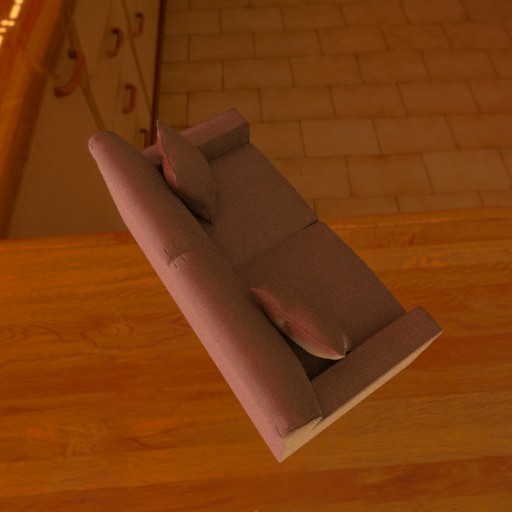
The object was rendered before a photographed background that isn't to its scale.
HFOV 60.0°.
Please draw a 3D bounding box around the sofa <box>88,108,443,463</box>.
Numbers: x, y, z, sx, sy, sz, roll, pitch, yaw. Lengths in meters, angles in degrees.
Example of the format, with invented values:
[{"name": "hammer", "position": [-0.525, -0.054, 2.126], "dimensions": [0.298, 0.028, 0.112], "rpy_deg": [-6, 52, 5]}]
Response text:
[{"name": "sofa", "position": [0.000, 0.000, 2.490], "dimensions": [1.000, 0.958, 1.846], "rpy_deg": [-31, 64, -16]}]
